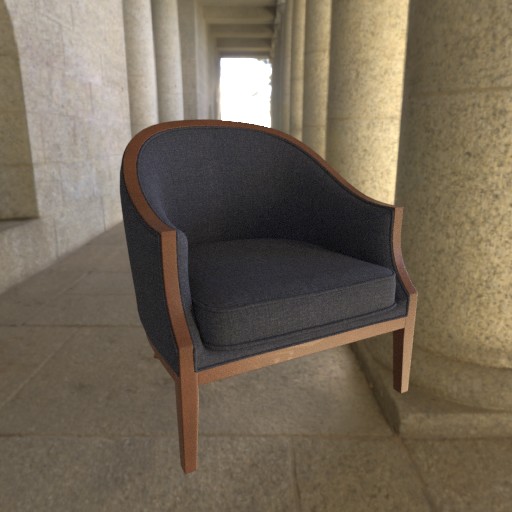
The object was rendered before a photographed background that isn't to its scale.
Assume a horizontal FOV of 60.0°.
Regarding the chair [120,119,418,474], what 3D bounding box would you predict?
[{"bbox_3d":[0.000,0.000,1.450,0.803,0.876,0.735,-8,17,-28],"label":"chair"}]
